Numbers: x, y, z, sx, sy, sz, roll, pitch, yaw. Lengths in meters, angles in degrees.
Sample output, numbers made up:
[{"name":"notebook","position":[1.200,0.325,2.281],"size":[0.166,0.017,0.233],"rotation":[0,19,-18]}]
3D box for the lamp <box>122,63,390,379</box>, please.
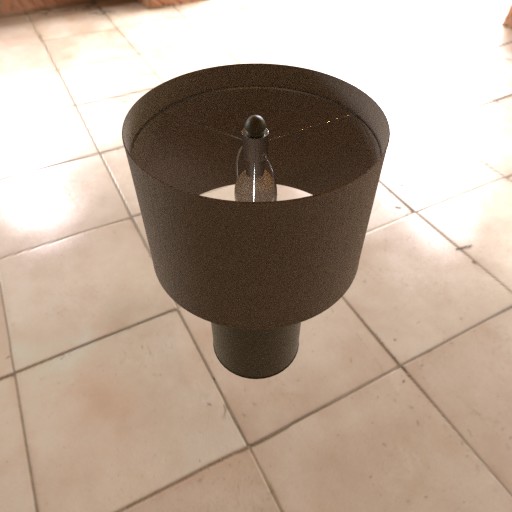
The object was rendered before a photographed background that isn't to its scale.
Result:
[{"name":"lamp","position":[0.000,0.000,0.709],"size":[0.318,0.486,0.318],"rotation":[0,46,0]}]
